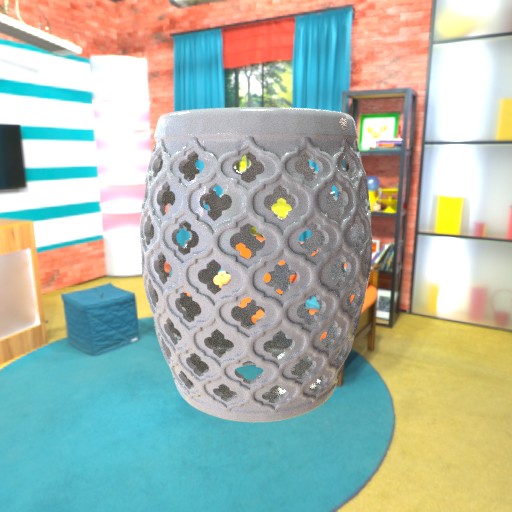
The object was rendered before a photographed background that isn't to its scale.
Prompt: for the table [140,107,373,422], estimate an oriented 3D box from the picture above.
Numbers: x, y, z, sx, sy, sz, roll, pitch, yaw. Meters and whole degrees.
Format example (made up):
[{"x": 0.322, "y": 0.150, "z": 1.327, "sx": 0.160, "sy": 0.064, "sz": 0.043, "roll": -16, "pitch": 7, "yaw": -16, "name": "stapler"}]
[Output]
[{"x": 0.000, "y": 0.000, "z": 0.645, "sx": 0.325, "sy": 0.388, "sz": 0.325, "roll": 0, "pitch": 13, "yaw": 0, "name": "table"}]
